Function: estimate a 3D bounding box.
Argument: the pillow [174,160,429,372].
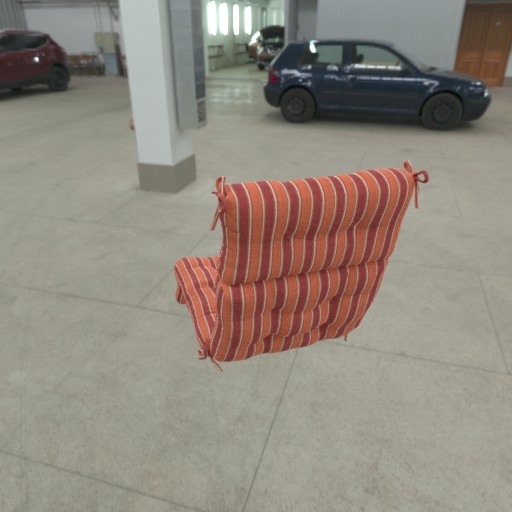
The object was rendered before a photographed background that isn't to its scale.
[{"bbox_3d":[0.000,0.000,1.552,0.526,0.863,1.016,-9,28,-17],"label":"pillow"}]
